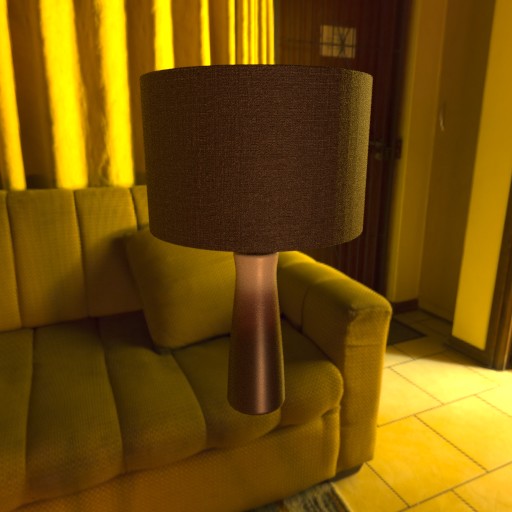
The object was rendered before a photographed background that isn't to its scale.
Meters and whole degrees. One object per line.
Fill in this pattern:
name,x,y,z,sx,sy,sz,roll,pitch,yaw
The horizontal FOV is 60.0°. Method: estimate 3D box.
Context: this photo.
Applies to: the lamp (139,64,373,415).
lamp,0.000,0.000,0.659,0.303,0.488,0.303,0,16,0
